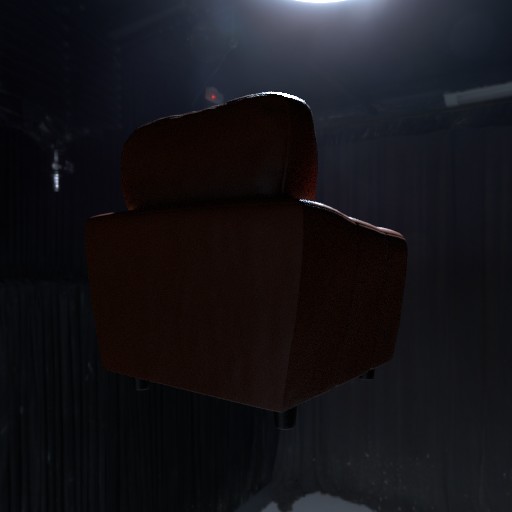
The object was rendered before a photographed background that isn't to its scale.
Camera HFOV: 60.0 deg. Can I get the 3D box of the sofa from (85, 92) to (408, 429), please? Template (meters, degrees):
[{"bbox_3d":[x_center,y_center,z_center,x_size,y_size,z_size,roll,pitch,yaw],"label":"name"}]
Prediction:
[{"bbox_3d":[0.000,0.000,1.515,0.836,0.876,0.789,0,0,36],"label":"sofa"}]
